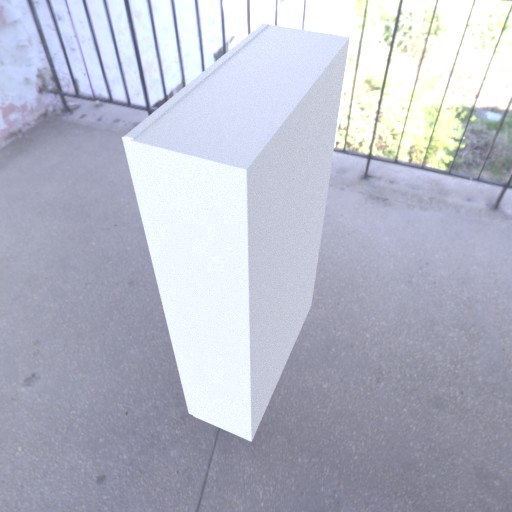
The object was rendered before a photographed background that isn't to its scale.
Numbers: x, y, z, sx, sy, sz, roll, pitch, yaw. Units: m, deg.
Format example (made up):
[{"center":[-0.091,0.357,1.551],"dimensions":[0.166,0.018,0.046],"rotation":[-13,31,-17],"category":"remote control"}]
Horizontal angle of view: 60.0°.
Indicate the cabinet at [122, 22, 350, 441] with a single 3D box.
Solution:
[{"center":[0.000,0.000,2.639],"dimensions":[0.480,2.160,1.250],"rotation":[17,48,16],"category":"cabinet"}]
